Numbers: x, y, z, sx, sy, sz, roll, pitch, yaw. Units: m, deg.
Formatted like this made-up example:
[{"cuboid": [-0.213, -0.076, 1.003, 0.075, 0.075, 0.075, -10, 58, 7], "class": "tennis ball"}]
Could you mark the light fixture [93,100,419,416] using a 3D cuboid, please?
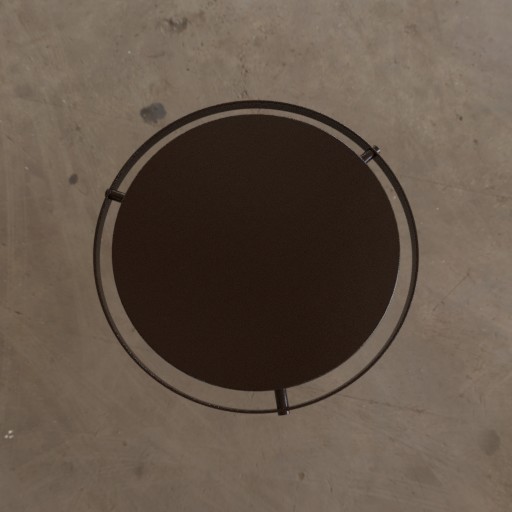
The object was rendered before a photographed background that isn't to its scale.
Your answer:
[{"cuboid": [0.000, 0.000, 0.550, 0.361, 0.130, 0.361, 0, 75, 0], "class": "light fixture"}]
